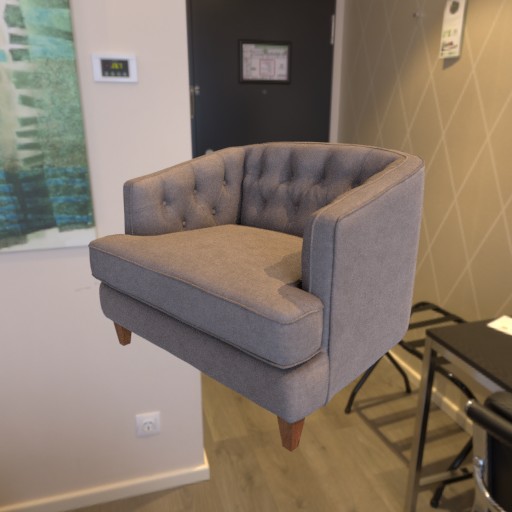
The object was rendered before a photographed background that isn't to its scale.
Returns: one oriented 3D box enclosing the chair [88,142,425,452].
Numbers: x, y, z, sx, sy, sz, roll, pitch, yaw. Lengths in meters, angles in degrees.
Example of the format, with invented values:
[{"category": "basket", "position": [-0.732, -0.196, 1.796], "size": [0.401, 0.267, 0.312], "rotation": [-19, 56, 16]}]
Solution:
[{"category": "chair", "position": [0.000, 0.000, 1.782], "size": [1.104, 0.852, 0.941], "rotation": [16, 23, 41]}]
